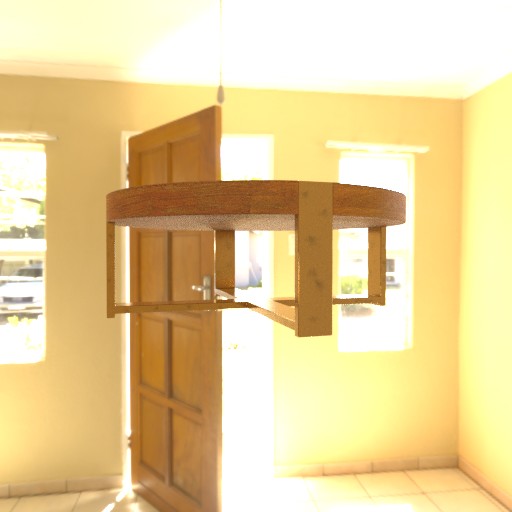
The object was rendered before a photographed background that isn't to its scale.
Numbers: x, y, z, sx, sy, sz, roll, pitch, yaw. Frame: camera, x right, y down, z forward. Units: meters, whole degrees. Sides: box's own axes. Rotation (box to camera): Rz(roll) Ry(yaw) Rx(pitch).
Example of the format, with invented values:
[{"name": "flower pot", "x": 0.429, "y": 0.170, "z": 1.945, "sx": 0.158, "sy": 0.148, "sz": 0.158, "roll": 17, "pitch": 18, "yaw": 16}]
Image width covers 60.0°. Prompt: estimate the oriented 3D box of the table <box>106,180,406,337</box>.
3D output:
[{"name": "table", "x": 0.000, "y": 0.000, "z": 1.724, "sx": 1.100, "sy": 0.420, "sz": 1.100, "roll": 0, "pitch": 1, "yaw": 0}]
